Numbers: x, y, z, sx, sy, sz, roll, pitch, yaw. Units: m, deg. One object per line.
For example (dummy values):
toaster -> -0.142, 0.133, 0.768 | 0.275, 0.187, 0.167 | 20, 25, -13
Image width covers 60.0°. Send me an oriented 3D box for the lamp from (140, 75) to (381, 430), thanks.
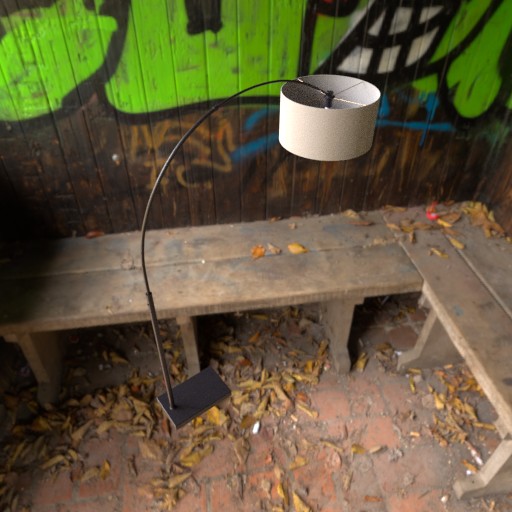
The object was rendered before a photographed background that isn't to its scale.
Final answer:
lamp -> 0.000, 0.000, 2.537 | 1.424, 1.927, 0.493 | -26, 46, -28
